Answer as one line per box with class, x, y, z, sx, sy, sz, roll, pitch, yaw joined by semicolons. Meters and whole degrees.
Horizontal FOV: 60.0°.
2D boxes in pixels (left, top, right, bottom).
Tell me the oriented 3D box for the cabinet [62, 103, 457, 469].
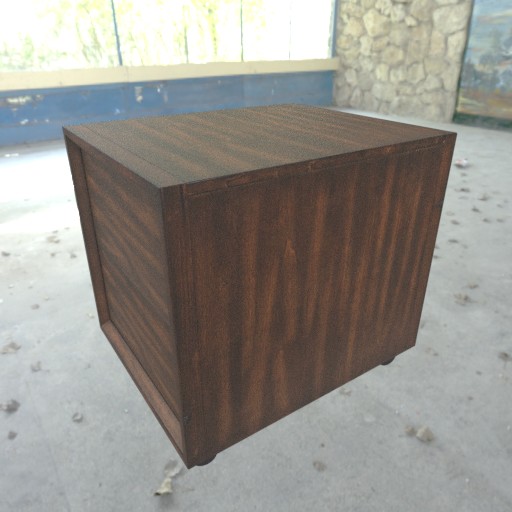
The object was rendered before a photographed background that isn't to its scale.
cabinet;0.000;0.000;0.808;0.500;0.455;0.402;-17;31;-30
